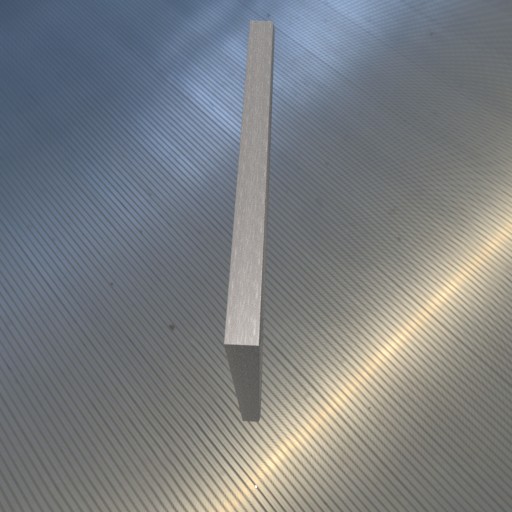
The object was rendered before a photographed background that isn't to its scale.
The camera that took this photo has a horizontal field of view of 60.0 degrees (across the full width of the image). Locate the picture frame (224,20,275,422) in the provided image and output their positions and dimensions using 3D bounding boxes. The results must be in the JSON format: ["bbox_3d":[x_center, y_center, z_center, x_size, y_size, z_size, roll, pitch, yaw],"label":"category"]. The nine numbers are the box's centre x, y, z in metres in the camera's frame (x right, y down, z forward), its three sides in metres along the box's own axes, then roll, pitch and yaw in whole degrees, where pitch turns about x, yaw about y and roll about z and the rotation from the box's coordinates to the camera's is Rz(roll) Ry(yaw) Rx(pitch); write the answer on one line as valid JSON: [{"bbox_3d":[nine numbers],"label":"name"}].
[{"bbox_3d":[0.000,0.000,0.530,0.027,0.378,0.327,2,63,1],"label":"picture frame"}]
